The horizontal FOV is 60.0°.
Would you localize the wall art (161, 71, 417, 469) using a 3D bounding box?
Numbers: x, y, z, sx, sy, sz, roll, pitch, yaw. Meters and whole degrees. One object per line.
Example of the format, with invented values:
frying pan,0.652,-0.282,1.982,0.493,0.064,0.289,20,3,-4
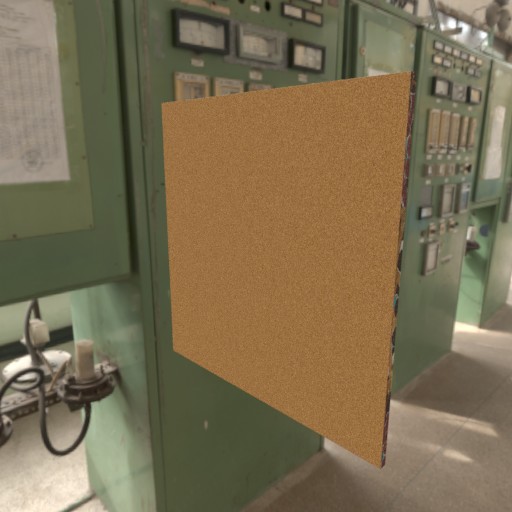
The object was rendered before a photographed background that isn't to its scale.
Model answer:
wall art,0.000,0.000,0.581,0.010,0.406,0.404,-13,19,-42
